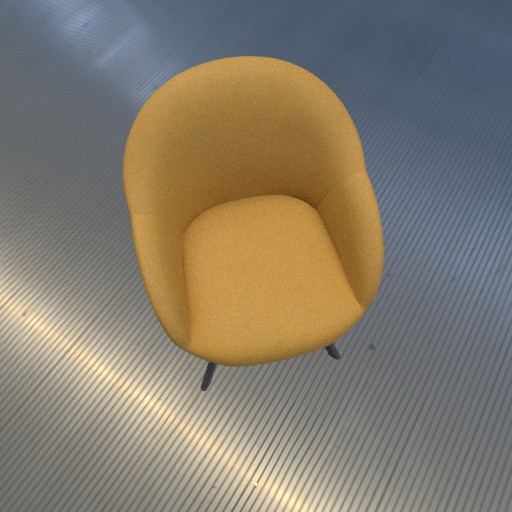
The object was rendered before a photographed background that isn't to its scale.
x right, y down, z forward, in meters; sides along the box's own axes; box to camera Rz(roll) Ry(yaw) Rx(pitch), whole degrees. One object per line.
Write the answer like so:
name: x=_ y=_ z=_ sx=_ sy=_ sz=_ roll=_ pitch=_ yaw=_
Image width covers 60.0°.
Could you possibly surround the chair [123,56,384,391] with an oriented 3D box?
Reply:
chair: x=0.000 y=0.000 z=1.185 sx=0.551 sy=0.793 sz=0.583 roll=-12 pitch=63 yaw=-6
